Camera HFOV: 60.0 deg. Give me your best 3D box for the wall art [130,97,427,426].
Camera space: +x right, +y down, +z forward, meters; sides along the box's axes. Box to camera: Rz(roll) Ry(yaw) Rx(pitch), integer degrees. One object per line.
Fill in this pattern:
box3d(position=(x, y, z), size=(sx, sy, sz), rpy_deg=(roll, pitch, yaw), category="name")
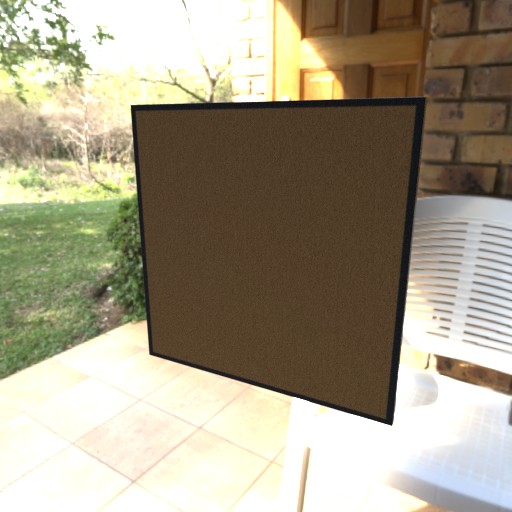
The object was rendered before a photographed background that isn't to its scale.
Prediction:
box3d(position=(0.000, 0.000, 1.219), size=(0.805, 0.803, 0.022), rpy_deg=(8, 18, 26), category="wall art")
